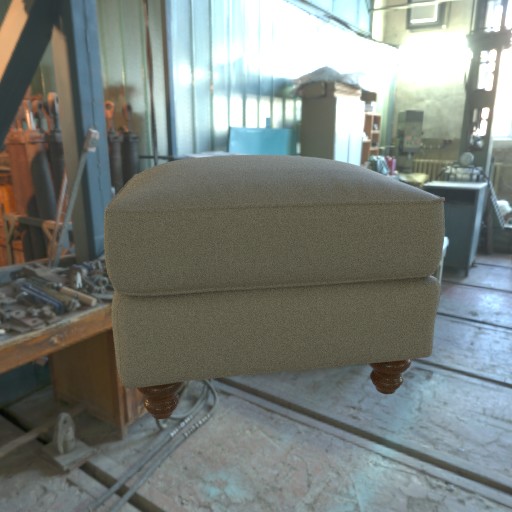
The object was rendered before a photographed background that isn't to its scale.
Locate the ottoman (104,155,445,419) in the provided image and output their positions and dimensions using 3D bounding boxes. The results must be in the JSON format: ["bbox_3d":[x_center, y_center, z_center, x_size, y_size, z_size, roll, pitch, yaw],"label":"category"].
[{"bbox_3d":[0.000,0.000,1.143,0.662,0.505,0.716,-3,16,-10],"label":"ottoman"}]
